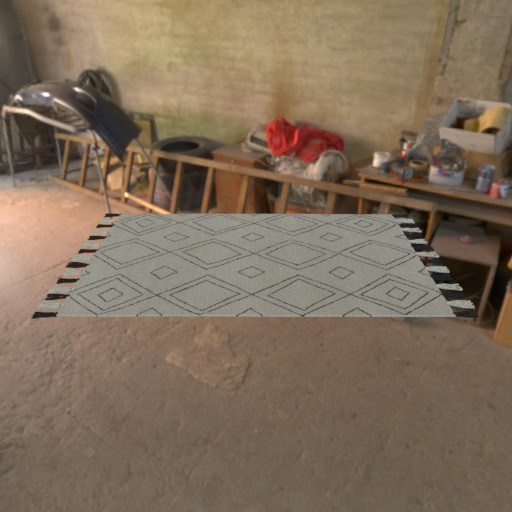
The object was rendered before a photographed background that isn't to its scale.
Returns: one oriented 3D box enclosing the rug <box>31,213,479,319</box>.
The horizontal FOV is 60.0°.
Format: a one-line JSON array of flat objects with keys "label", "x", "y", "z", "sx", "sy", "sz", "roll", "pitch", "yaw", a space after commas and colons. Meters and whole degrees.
[{"label": "rug", "x": 0.000, "y": 0.000, "z": 3.330, "sx": 2.755, "sy": 0.021, "sz": 1.524, "roll": 0, "pitch": 30, "yaw": 0}]
